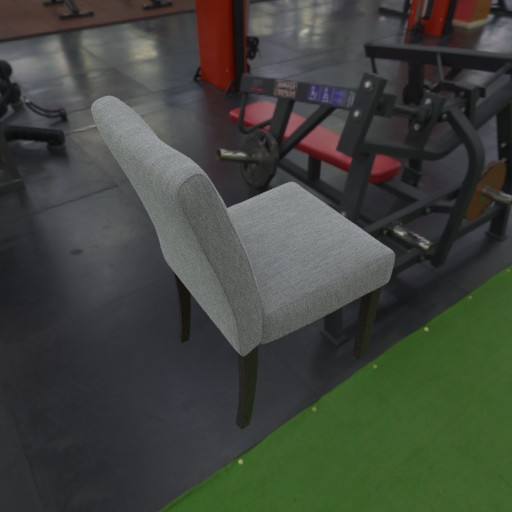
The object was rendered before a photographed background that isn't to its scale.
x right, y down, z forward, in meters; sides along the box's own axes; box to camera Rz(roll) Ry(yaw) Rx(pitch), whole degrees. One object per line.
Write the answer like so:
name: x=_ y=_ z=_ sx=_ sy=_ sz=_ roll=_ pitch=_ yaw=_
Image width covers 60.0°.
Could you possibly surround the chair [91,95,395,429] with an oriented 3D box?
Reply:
chair: x=0.000 y=0.000 z=1.244 sx=0.629 sy=0.884 sz=0.487 roll=-23 pitch=45 yaw=-25
